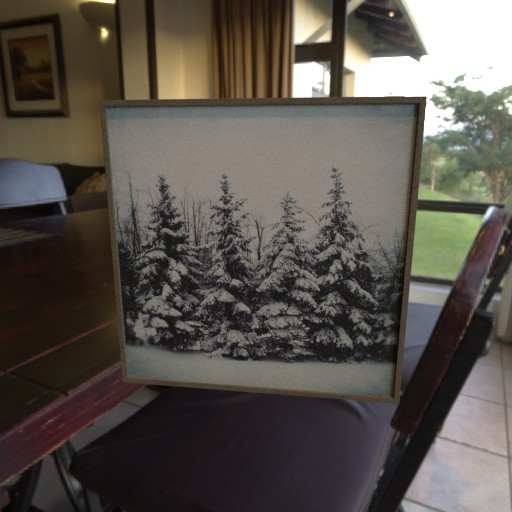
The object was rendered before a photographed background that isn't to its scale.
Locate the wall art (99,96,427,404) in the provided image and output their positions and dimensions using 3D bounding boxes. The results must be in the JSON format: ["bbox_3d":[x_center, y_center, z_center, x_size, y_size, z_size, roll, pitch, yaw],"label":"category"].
[{"bbox_3d":[0.000,0.000,1.130,0.758,0.758,0.039,2,15,8],"label":"wall art"}]
